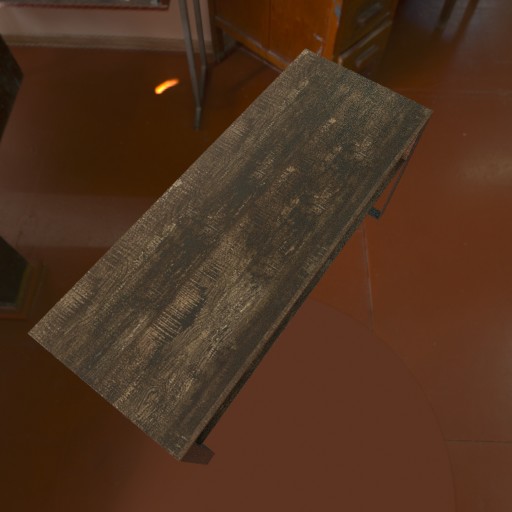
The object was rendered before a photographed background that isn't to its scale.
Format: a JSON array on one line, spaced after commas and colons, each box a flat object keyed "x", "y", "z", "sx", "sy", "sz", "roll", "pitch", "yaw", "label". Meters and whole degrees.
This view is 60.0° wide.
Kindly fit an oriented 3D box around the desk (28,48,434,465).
[{"x": 0.000, "y": 0.000, "z": 1.869, "sx": 0.599, "sy": 0.762, "sz": 1.524, "roll": 33, "pitch": 68, "yaw": 15, "label": "desk"}]
